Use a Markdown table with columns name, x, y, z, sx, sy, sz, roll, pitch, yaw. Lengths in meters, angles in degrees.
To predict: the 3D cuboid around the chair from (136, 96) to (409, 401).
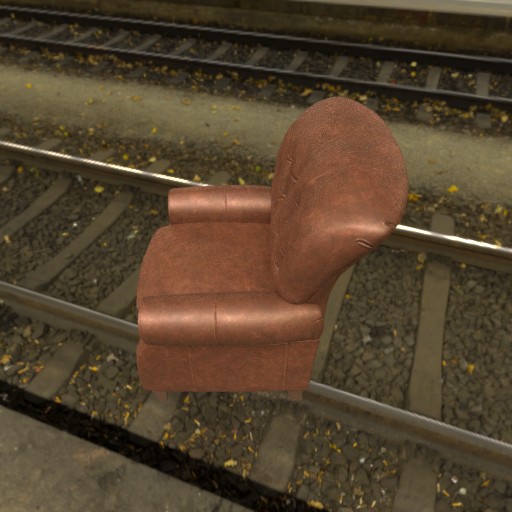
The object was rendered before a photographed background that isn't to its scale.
| name | x | y | z | sx | sy | sz | roll | pitch | yaw |
| --- | --- | --- | --- | --- | --- | --- | --- | --- | --- |
| chair | 0.000 | 0.000 | 1.962 | 1.031 | 1.162 | 0.979 | 0 | 41 | 0 |
